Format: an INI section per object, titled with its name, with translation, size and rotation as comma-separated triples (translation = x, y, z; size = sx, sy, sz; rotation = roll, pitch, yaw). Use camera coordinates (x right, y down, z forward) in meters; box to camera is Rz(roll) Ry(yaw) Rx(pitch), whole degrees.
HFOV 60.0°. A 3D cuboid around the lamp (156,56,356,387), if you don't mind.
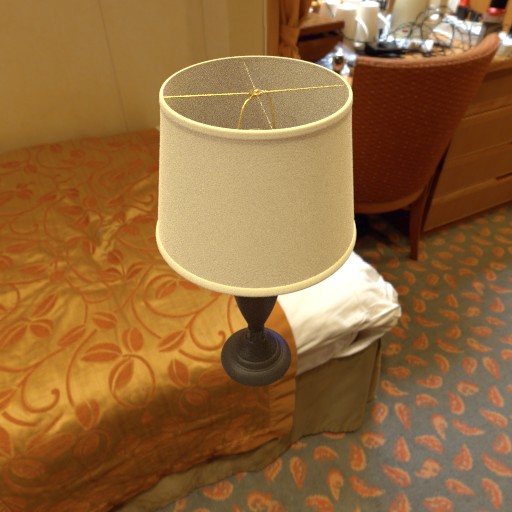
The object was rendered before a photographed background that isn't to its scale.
[lamp]
translation = 0.000, 0.000, 0.801
size = 0.335, 0.611, 0.335
rotation = 0, 42, 0
